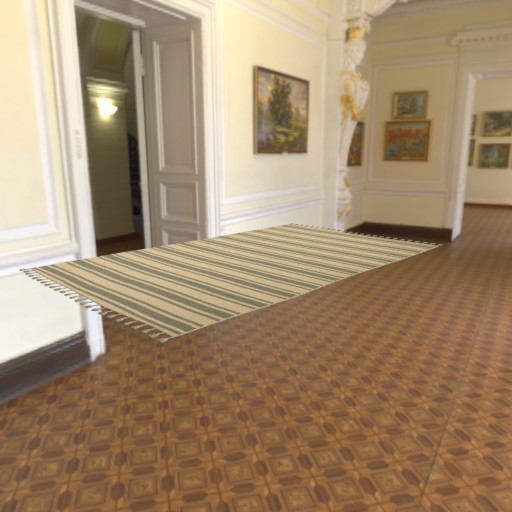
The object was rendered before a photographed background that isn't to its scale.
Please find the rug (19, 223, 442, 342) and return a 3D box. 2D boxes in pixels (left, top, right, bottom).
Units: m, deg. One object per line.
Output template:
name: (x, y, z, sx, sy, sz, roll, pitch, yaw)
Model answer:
rug: (0.000, 0.000, 2.456, 1.222, 0.009, 2.084, 13, 18, 43)
